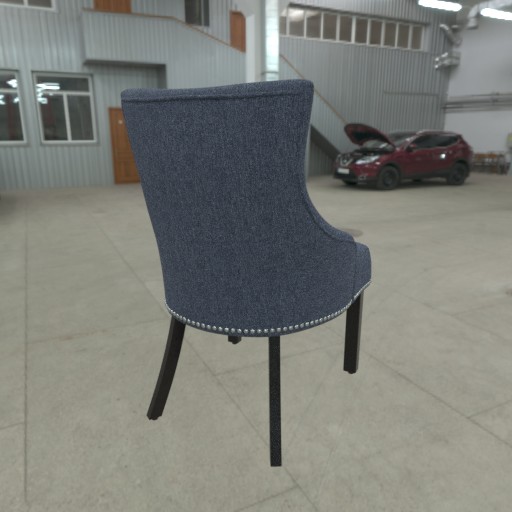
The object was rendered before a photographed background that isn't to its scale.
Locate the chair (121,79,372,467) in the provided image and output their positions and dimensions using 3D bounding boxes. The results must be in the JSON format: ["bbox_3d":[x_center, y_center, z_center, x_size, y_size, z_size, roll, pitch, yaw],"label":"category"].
[{"bbox_3d":[0.000,0.000,1.308,0.566,0.909,0.629,8,18,27],"label":"chair"}]
